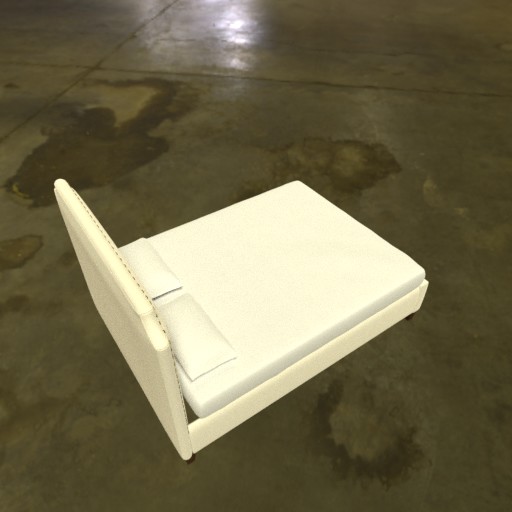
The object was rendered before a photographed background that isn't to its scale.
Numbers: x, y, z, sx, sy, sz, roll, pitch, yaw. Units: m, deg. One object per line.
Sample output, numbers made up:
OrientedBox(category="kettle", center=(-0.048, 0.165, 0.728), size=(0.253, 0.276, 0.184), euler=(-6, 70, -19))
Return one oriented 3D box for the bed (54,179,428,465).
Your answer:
OrientedBox(category="bed", center=(0.000, 0.000, 3.513), size=(2.372, 1.497, 1.712), euler=(-25, 47, -25))
